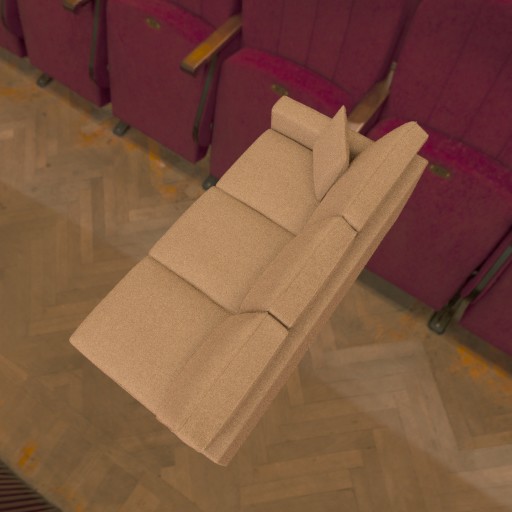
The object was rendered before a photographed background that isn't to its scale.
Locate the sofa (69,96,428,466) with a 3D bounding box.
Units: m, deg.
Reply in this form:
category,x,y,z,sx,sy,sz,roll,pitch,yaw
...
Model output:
category,x,y,z,sx,sy,sz,roll,pitch,yaw
sofa,0.000,0.000,2.509,1.034,0.946,1.962,33,68,15
